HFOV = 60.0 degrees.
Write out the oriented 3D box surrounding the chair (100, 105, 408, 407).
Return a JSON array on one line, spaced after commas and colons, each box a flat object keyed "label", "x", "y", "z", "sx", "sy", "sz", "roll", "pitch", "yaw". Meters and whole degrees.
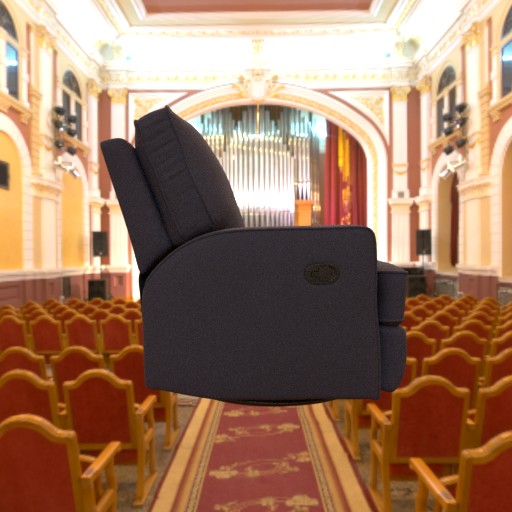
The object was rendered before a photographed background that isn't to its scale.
[{"label": "chair", "x": 0.000, "y": 0.000, "z": 1.736, "sx": 0.964, "sy": 0.962, "sz": 0.861, "roll": 0, "pitch": 0, "yaw": 1}]
